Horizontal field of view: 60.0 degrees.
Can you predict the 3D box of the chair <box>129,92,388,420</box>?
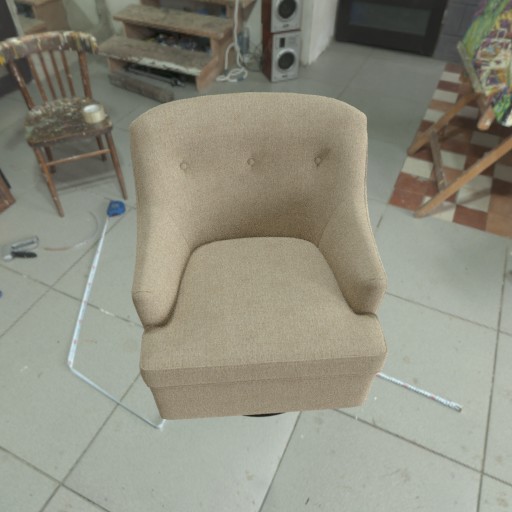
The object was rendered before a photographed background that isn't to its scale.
[{"bbox_3d":[0.000,0.000,1.646,0.864,0.856,0.923,-3,47,-3],"label":"chair"}]
